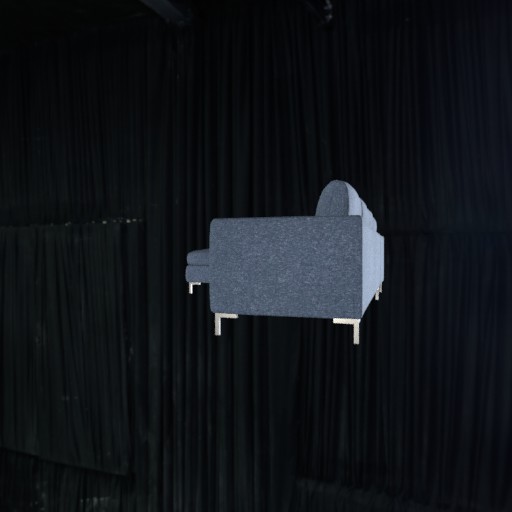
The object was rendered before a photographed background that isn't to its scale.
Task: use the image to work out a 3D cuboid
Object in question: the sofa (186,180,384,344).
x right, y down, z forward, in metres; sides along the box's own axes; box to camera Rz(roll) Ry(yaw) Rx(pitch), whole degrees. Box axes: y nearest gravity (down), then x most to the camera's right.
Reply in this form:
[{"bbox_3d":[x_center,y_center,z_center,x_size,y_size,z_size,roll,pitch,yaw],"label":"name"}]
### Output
[{"bbox_3d":[0.000,0.000,3.781,2.007,0.815,2.949,0,1,18],"label":"sofa"}]
